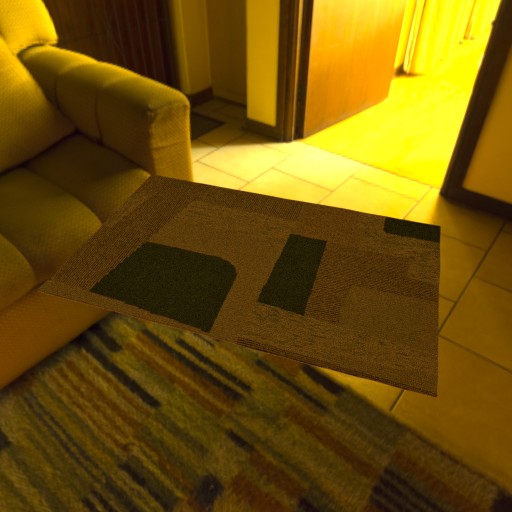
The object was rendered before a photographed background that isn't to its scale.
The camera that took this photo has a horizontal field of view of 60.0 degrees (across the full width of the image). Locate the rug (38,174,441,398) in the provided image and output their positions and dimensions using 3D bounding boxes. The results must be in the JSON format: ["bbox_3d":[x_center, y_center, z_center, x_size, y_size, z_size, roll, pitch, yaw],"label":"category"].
[{"bbox_3d":[0.000,0.000,3.079,2.436,0.015,1.521,12,42,14],"label":"rug"}]
